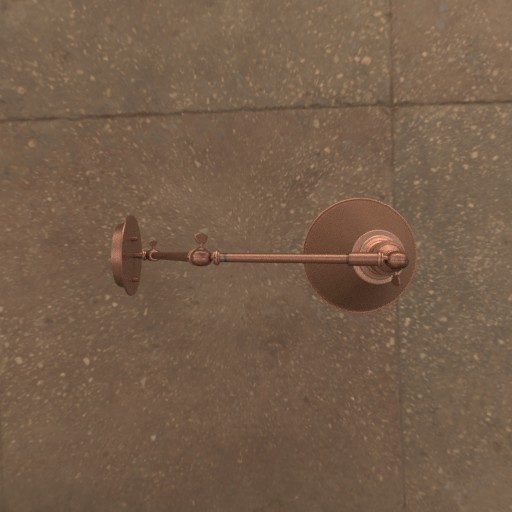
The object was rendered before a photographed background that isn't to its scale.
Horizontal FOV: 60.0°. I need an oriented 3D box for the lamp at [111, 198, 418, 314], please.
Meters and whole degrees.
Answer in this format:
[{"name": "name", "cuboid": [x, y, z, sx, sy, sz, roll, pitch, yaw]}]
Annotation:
[{"name": "lamp", "cuboid": [0.000, 0.000, 0.871, 0.624, 0.502, 0.223, 0, 91, -1]}]
